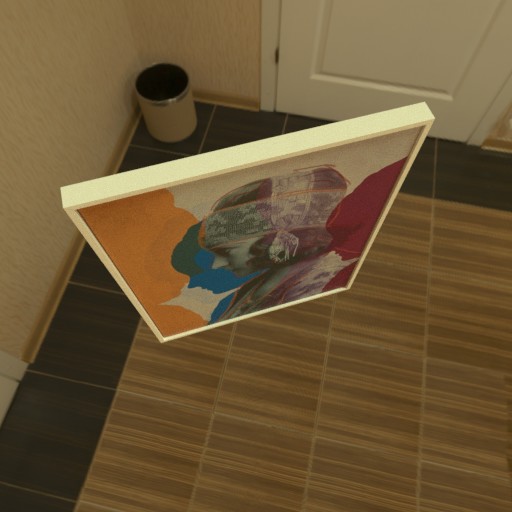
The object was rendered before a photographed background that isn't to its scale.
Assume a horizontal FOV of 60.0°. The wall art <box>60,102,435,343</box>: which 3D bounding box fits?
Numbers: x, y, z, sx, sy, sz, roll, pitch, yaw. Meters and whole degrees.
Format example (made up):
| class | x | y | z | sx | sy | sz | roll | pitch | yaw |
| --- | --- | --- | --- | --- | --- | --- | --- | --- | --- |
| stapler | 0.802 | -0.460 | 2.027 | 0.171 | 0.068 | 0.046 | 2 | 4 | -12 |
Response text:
| class | x | y | z | sx | sy | sz | roll | pitch | yaw |
| --- | --- | --- | --- | --- | --- | --- | --- | --- | --- |
| wall art | 0.000 | 0.000 | 0.758 | 0.443 | 0.549 | 0.030 | -15 | 65 | -7 |
